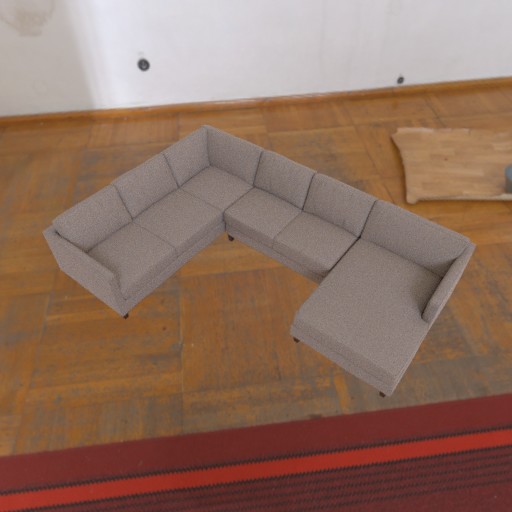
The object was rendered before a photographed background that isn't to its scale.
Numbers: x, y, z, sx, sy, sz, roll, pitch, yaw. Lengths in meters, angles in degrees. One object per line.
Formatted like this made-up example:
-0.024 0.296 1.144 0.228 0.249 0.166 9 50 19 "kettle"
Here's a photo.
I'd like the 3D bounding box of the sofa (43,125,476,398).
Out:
0.000 0.000 4.435 3.438 0.865 2.424 29 53 25 "sofa"
